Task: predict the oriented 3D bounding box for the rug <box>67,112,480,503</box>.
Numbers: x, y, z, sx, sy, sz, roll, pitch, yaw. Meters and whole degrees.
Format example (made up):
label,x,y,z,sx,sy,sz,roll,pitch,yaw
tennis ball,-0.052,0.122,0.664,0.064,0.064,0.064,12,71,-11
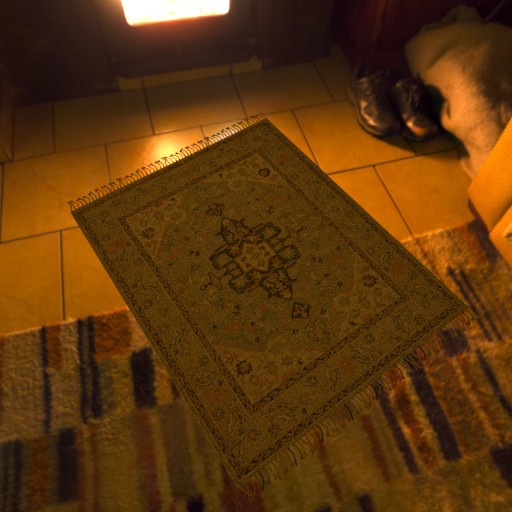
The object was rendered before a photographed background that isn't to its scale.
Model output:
label,x,y,z,sx,sy,sz,roll,pitch,yaw
rug,0.000,0.000,3.359,1.971,0.010,2.651,-31,62,-18
